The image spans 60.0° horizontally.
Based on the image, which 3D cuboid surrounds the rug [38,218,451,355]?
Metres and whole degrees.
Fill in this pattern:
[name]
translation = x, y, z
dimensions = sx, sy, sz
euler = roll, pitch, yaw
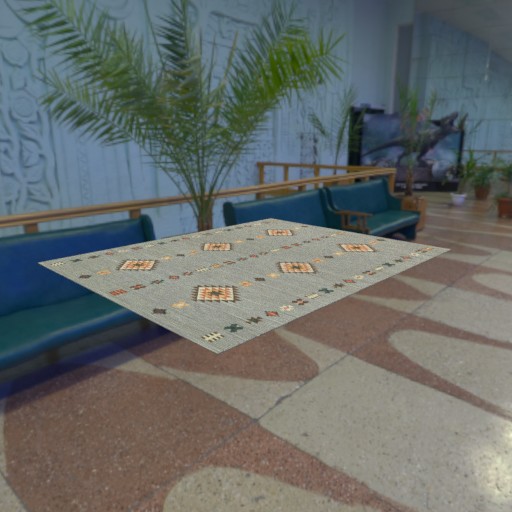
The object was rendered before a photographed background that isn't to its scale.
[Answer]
[rug]
translation = 0.000, 0.000, 4.144
dimensions = 2.425, 0.008, 3.035
euler = 14, 21, 42
